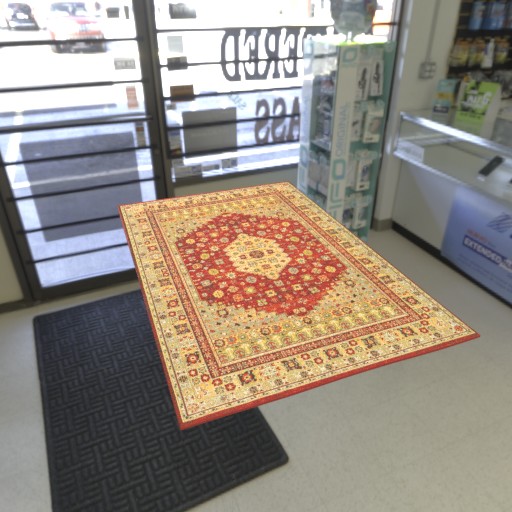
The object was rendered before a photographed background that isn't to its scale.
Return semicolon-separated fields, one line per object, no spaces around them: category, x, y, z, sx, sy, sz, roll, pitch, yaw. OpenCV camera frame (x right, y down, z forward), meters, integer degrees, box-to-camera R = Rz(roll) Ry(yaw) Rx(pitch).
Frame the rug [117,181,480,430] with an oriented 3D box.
rug;0.000;0.000;2.271;1.194;0.013;1.802;-11;32;-18
